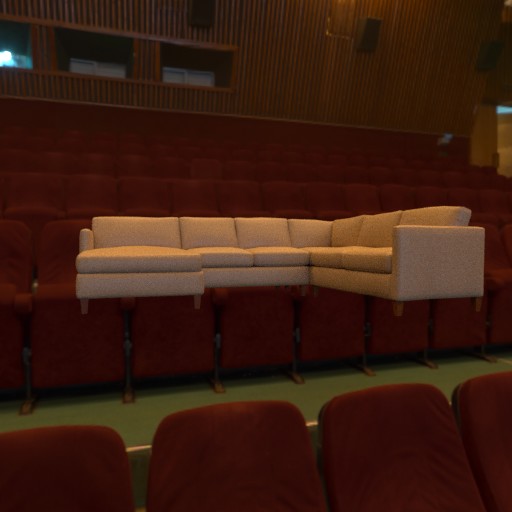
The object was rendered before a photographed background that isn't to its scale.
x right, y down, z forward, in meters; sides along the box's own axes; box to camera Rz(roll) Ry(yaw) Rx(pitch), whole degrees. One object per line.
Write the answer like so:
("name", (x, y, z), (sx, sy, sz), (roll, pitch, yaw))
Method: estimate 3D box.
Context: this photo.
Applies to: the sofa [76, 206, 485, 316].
("sofa", (0.000, 0.000, 4.574), (3.460, 0.961, 2.594), (0, 1, -18))
